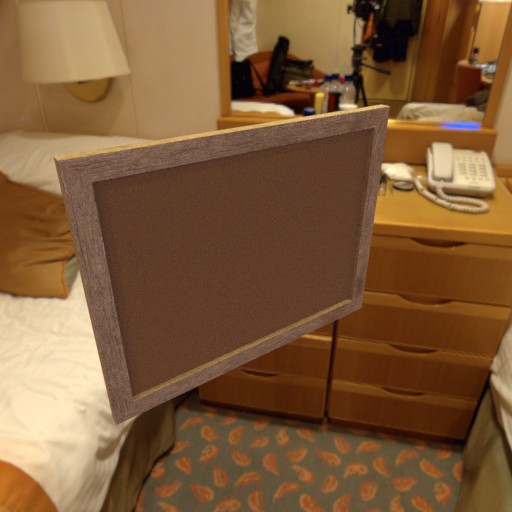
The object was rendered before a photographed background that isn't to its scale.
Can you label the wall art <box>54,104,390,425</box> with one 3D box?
[{"bbox_3d":[0.000,0.000,0.928,0.690,0.535,0.026,-19,34,-30],"label":"wall art"}]
